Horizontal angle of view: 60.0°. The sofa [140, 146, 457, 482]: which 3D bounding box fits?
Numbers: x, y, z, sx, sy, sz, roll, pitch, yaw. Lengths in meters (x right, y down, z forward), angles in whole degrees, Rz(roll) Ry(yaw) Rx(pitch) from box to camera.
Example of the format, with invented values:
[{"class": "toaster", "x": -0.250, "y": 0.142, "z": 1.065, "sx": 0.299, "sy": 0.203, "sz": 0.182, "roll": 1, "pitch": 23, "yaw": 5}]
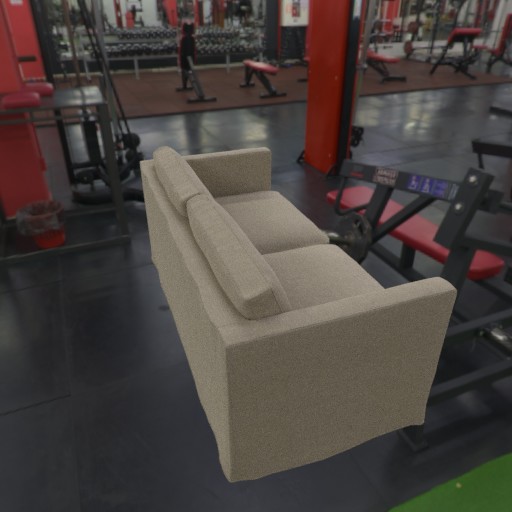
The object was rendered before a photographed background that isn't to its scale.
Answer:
[{"class": "sofa", "x": 0.000, "y": 0.000, "z": 2.450, "sx": 0.956, "sy": 0.847, "sz": 1.987, "roll": -11, "pitch": 32, "yaw": -18}]
